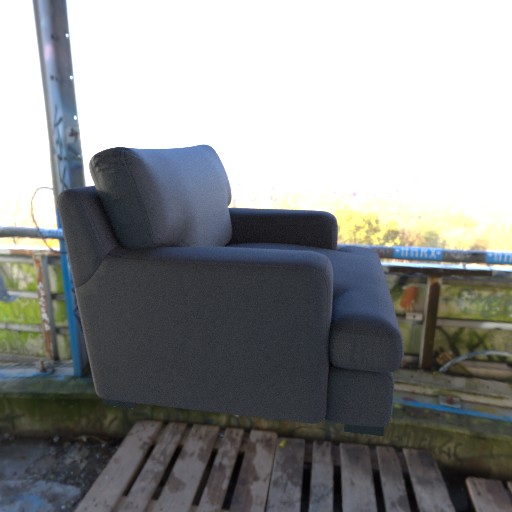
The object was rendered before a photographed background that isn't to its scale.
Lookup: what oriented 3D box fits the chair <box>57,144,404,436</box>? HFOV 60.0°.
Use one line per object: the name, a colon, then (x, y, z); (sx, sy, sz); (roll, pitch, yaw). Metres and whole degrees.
chair: (0.000, 0.000, 1.936); (1.143, 0.940, 1.168); (3, 15, 11)
